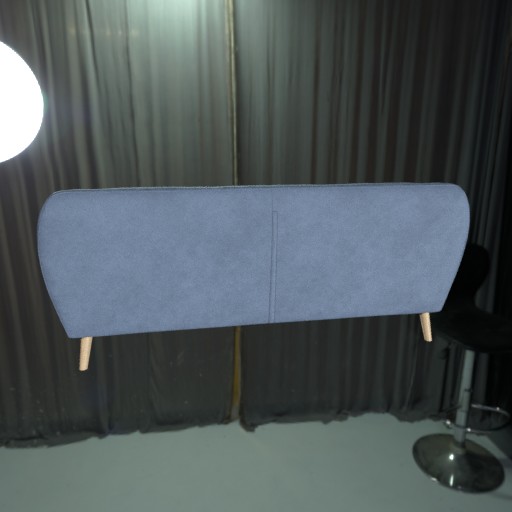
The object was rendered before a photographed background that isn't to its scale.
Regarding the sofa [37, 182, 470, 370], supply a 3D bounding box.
[{"bbox_3d":[0.000,0.000,2.401,1.975,0.832,0.841,-3,15,-10],"label":"sofa"}]
